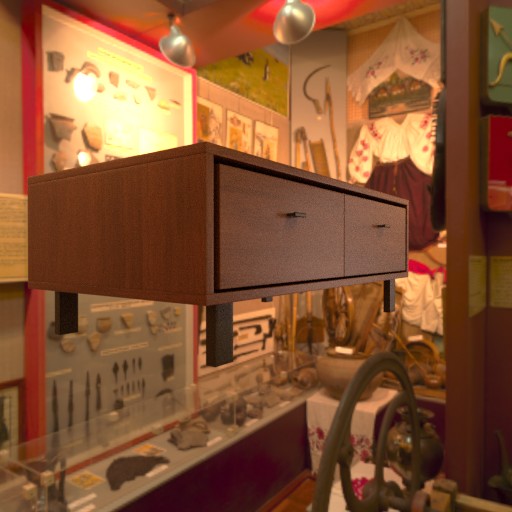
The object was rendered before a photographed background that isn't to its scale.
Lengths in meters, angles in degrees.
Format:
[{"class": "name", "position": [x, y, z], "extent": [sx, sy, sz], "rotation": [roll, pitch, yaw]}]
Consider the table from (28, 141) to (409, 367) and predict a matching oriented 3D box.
[{"class": "table", "position": [0.000, 0.000, 1.289], "extent": [0.600, 0.380, 1.020], "rotation": [0, 1, 37]}]
